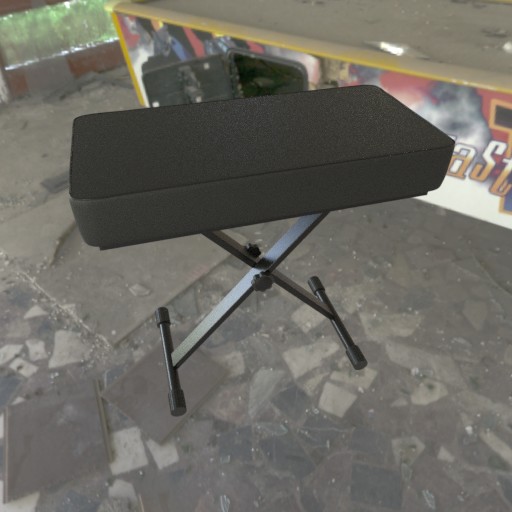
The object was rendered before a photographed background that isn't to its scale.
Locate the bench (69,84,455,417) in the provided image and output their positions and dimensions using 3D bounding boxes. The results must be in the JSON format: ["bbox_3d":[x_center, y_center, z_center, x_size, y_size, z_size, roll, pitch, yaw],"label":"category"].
[{"bbox_3d":[0.000,0.000,0.931,0.600,0.561,0.300,-11,41,-12],"label":"bench"}]
